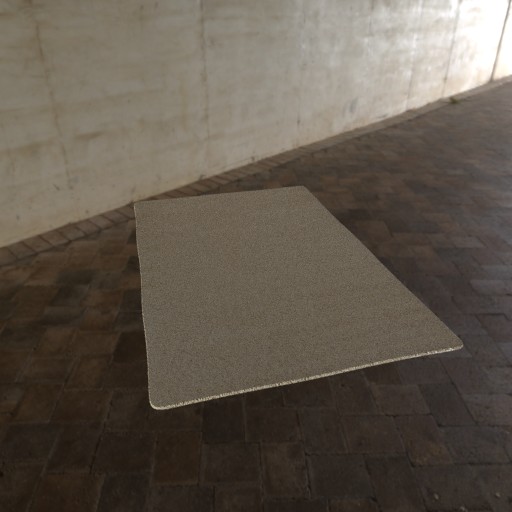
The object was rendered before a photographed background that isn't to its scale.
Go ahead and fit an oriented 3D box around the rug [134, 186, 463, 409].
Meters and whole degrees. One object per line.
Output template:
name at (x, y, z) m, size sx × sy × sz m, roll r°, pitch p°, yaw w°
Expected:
rug at (0.000, 0.000, 3.502) m, size 1.798 × 0.025 × 2.698 m, roll -8°, pitch 31°, yaw -13°
